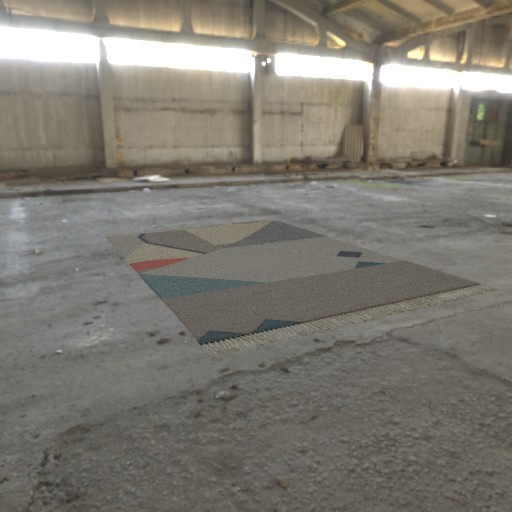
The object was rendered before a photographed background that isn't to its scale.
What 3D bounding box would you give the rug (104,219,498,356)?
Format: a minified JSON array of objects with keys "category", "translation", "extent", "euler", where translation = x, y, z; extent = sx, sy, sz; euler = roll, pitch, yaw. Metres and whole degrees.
[{"category":"rug","translation":[0.000,0.000,2.259],"extent":[1.220,0.005,1.828],"euler":[-7,16,-26]}]
